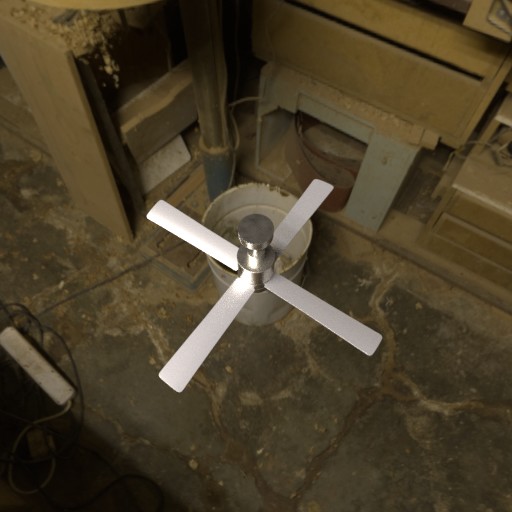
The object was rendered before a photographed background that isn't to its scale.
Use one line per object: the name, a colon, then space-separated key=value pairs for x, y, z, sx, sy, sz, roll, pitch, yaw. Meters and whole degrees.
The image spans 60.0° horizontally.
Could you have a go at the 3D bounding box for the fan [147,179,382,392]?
fan: x=0.000 y=0.000 z=2.335 sx=1.525 sy=0.539 sz=1.525 roll=32 pitch=66 yaw=16
